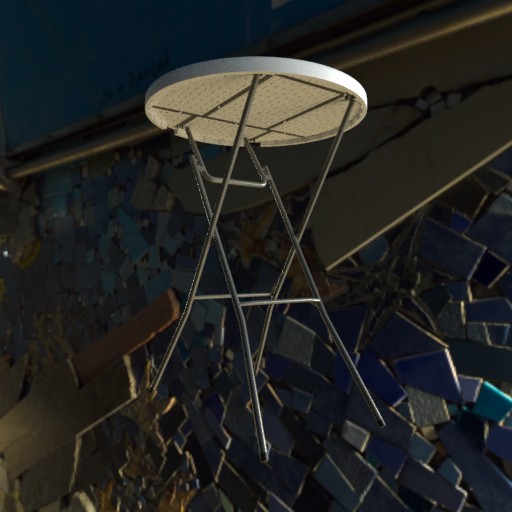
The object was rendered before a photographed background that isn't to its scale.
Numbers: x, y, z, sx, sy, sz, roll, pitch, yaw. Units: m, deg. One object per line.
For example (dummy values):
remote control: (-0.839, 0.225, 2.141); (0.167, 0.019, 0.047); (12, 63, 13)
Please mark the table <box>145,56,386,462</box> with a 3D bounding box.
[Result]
table: (0.000, 0.000, 1.623); (0.792, 1.105, 0.795); (1, -1, -33)
